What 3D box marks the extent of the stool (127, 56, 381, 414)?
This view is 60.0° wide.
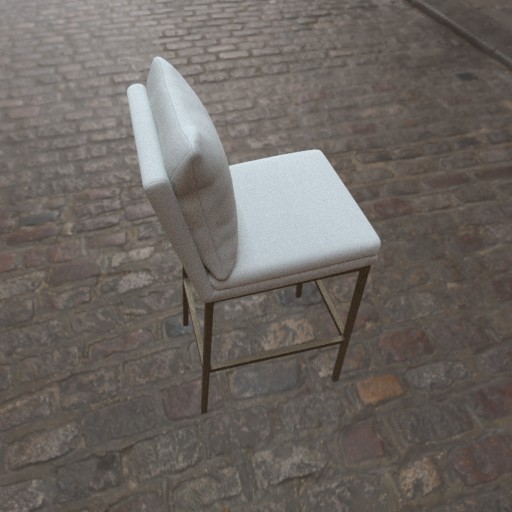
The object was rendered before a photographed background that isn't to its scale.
[{"bbox_3d":[0.000,0.000,1.400,0.572,1.125,0.463,-12,48,-11],"label":"stool"}]
